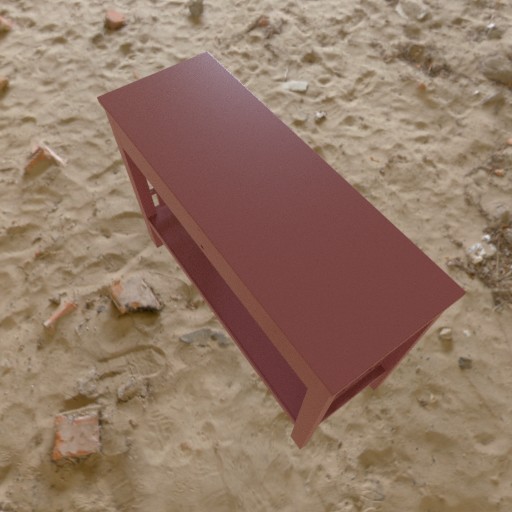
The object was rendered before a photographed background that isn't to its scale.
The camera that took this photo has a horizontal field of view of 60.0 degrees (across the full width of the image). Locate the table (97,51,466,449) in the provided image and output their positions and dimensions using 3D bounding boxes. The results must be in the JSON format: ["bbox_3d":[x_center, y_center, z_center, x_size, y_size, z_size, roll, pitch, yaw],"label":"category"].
[{"bbox_3d":[0.000,0.000,1.462,0.397,0.753,1.068,-31,63,-18],"label":"table"}]
